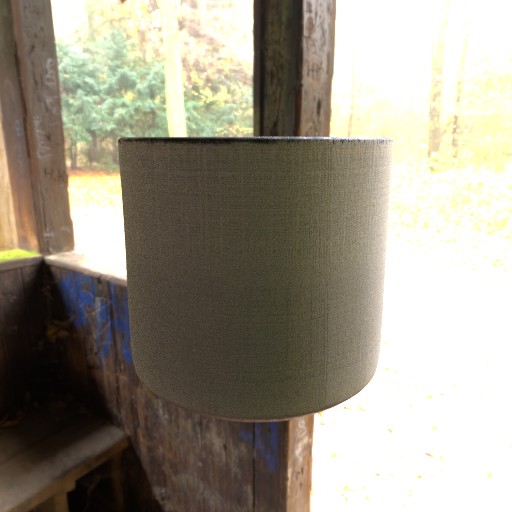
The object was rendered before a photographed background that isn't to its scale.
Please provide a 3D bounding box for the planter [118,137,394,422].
[{"bbox_3d":[0.000,0.000,0.388,0.221,0.201,0.221,0,15,0],"label":"planter"}]
